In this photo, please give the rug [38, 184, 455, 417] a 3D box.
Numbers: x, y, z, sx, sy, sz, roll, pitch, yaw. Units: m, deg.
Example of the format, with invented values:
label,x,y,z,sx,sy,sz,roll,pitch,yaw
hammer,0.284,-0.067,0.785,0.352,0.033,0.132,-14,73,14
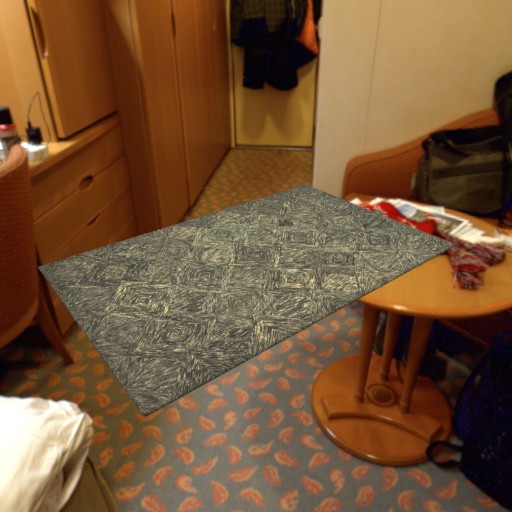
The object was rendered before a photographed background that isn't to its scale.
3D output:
label,x,y,z,sx,sy,sz,roll,pitch,yaw
rug,0.000,0.000,2.918,2.330,0.017,1.478,-22,36,-33
